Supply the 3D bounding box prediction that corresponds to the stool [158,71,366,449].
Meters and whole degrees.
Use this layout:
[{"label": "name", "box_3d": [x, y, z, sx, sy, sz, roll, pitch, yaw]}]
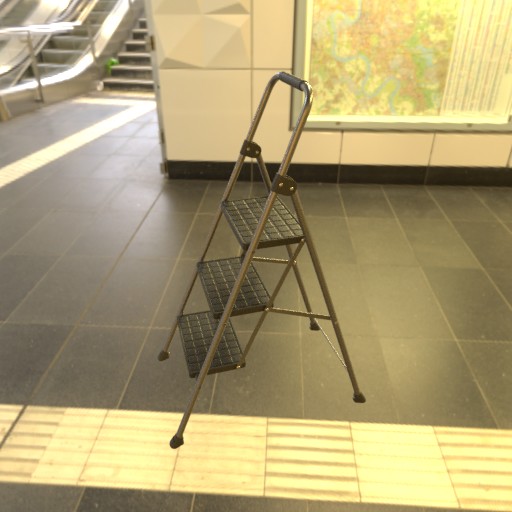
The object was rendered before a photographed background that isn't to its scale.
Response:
[{"label": "stool", "box_3d": [0.000, 0.000, 1.482, 0.733, 1.121, 0.473, -8, 32, -14]}]
